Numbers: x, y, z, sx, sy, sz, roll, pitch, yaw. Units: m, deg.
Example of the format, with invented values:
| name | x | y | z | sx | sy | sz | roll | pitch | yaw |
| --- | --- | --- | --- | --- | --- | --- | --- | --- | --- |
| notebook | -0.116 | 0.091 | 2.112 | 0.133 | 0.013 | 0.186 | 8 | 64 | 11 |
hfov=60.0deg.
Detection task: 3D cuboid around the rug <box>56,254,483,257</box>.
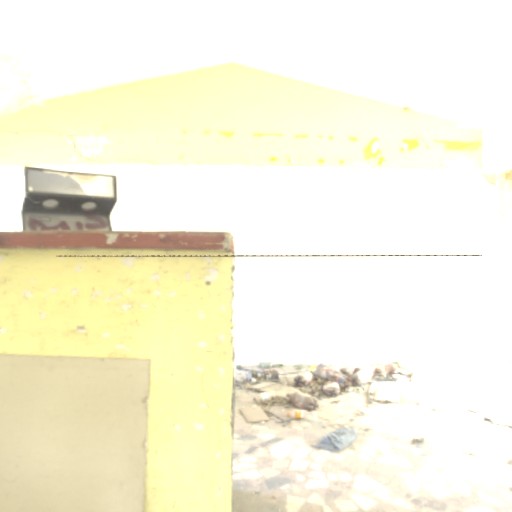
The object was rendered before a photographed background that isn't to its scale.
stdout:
| name | x | y | z | sx | sy | sz | roll | pitch | yaw |
| --- | --- | --- | --- | --- | --- | --- | --- | --- | --- |
| rug | 0.000 | 0.000 | 2.577 | 2.277 | 0.008 | 0.676 | 0 | 0 | 18 |
